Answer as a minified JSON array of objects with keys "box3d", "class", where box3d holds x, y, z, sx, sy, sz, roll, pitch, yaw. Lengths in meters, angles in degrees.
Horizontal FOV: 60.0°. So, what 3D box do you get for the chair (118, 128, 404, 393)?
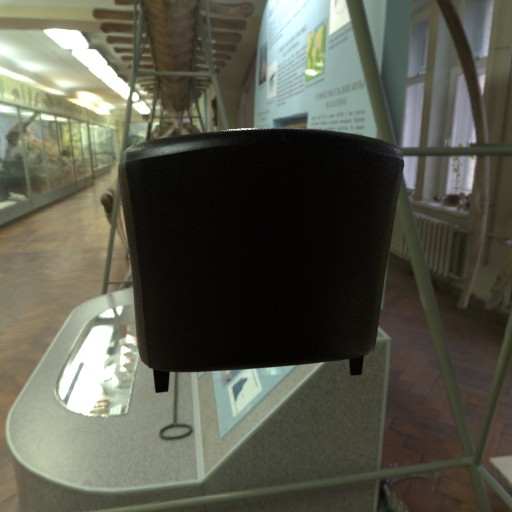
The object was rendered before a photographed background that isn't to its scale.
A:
[{"box3d":[0.000,0.000,1.399,0.793,0.756,0.727,-2,14,-9],"class":"chair"}]
